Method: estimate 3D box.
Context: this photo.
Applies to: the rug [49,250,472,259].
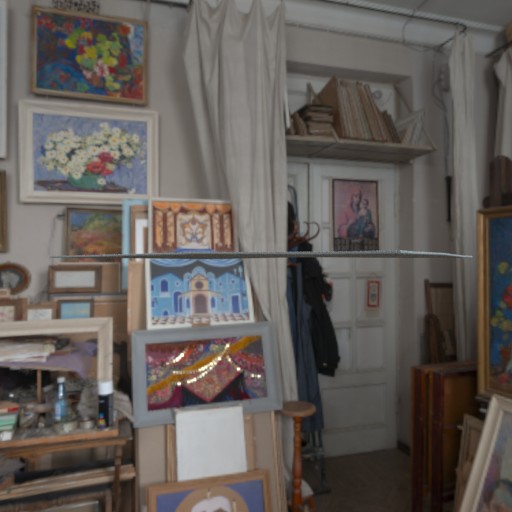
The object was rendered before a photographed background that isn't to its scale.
[{"bbox_3d":[0.000,0.000,2.278,1.853,0.022,1.174,-1,-1,36],"label":"rug"}]
